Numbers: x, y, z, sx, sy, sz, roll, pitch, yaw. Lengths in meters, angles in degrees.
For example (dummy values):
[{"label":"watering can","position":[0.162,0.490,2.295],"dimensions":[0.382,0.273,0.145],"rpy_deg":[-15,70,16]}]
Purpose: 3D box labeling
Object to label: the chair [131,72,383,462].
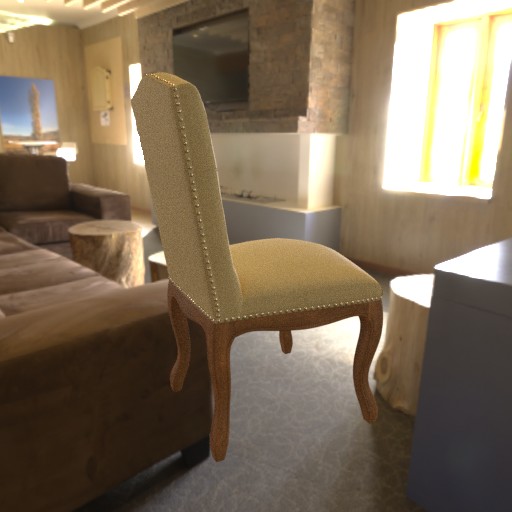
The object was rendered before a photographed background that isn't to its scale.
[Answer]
[{"label":"chair","position":[0.000,0.000,1.559],"dimensions":[0.715,1.165,0.623],"rpy_deg":[-8,17,-26]}]
